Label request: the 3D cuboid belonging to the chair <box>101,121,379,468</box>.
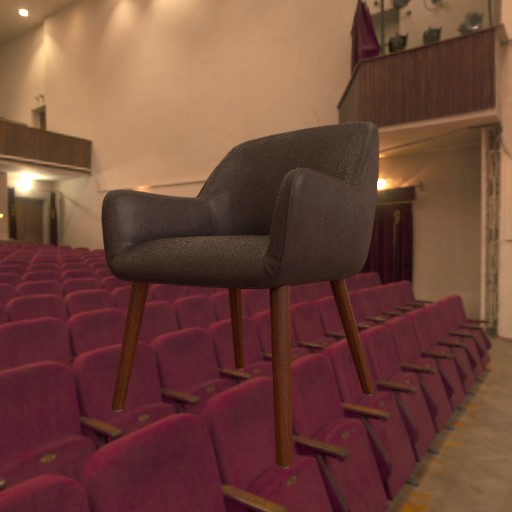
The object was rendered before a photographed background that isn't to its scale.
[{"bbox_3d":[0.000,0.000,1.255,0.610,0.828,0.610,1,1,35],"label":"chair"}]
